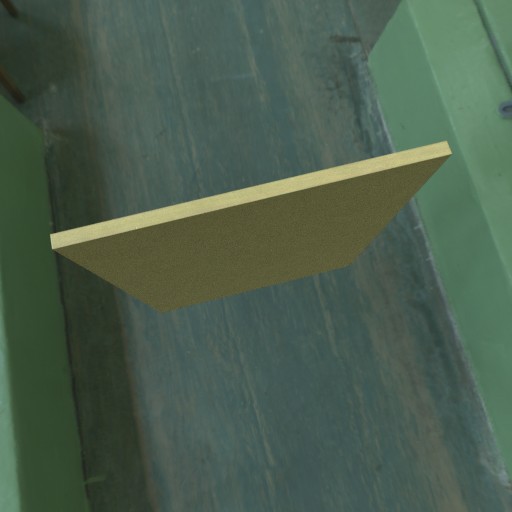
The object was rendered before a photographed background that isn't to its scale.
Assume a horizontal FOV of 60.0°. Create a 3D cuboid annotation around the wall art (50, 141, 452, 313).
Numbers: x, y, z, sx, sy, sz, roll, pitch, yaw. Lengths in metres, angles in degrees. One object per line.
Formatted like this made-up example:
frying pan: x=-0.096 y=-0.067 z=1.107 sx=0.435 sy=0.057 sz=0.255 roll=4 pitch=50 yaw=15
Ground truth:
wall art: x=0.000 y=0.000 z=1.347 sx=0.798 sy=1.002 sz=0.030 roll=-14 pitch=76 yaw=-3
